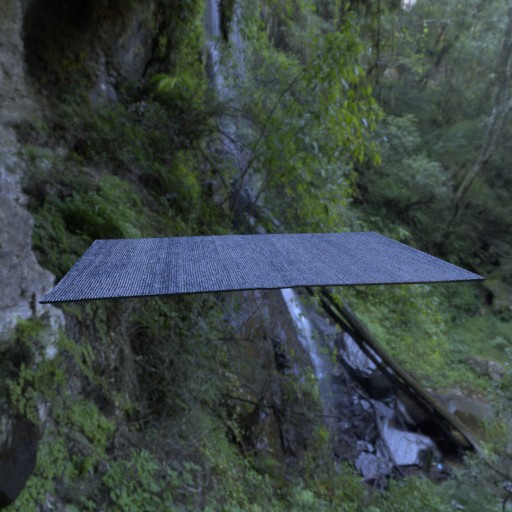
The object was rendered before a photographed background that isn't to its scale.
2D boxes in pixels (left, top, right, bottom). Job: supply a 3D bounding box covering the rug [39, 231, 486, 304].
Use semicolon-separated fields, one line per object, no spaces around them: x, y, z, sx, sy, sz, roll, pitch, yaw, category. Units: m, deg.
0.000;0.000;2.284;1.793;0.025;1.159;-2;13;-9;rug
